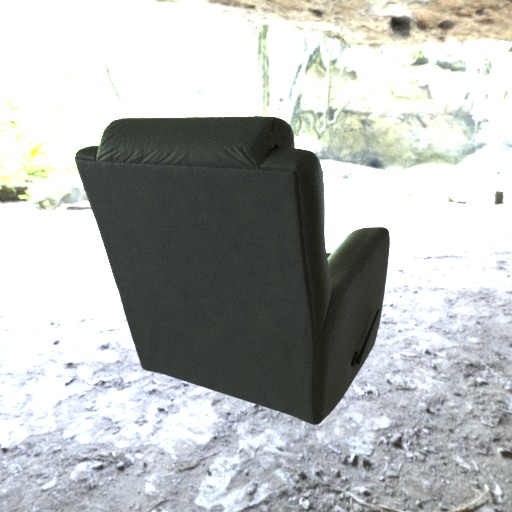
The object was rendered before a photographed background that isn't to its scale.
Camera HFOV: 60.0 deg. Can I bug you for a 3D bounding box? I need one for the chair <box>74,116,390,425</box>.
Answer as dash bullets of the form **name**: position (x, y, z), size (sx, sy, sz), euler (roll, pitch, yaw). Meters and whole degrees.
- **chair**: position (0.000, 0.000, 1.884), size (0.967, 1.116, 1.068), euler (9, 18, 27)
